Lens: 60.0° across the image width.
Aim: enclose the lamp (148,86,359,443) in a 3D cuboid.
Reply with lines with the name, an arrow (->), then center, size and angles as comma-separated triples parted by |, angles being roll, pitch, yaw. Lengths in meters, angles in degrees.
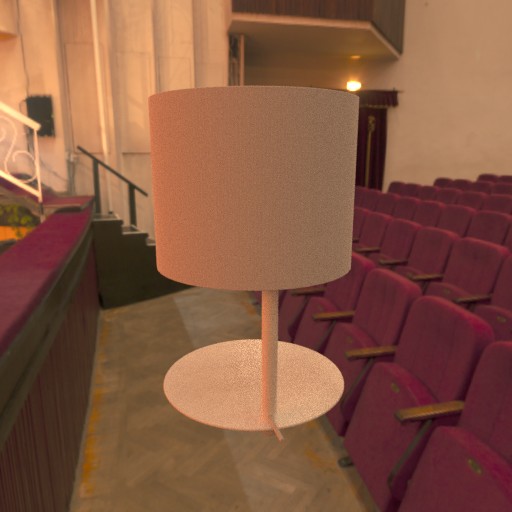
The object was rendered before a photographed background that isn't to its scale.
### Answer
lamp -> 0.000, 0.000, 0.678 | 0.299, 0.454, 0.341 | -2, 13, -10
